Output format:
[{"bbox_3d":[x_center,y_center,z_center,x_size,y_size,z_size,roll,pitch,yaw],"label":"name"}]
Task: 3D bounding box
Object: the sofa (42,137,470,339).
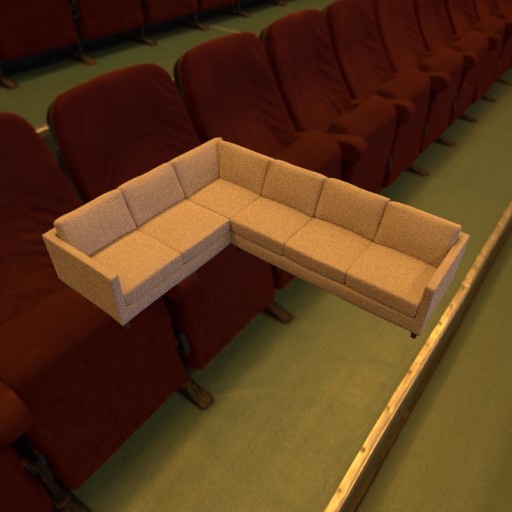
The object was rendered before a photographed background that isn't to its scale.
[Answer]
[{"bbox_3d":[0.000,0.000,4.263,3.182,0.863,2.432,26,47,28],"label":"sofa"}]
